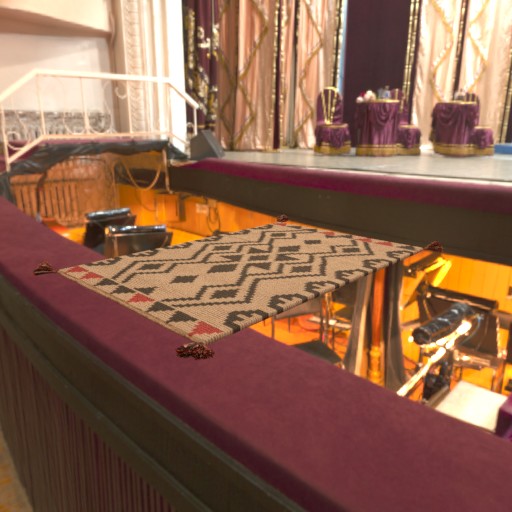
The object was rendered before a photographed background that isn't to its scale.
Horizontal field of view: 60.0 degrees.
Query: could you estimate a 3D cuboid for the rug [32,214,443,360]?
[{"bbox_3d":[0.000,0.000,2.605,1.444,0.067,2.069,15,21,42],"label":"rug"}]
